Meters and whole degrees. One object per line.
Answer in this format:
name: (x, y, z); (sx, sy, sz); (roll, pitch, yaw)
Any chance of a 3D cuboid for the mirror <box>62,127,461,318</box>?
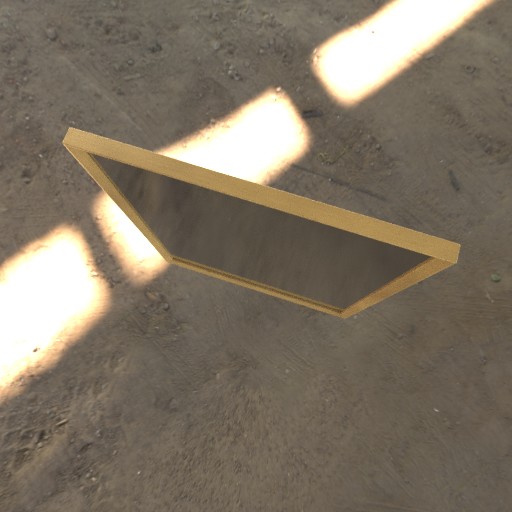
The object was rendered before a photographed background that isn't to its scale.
mirror: (0.000, 0.000, 1.313); (0.762, 1.016, 0.041); (17, 77, 4)
